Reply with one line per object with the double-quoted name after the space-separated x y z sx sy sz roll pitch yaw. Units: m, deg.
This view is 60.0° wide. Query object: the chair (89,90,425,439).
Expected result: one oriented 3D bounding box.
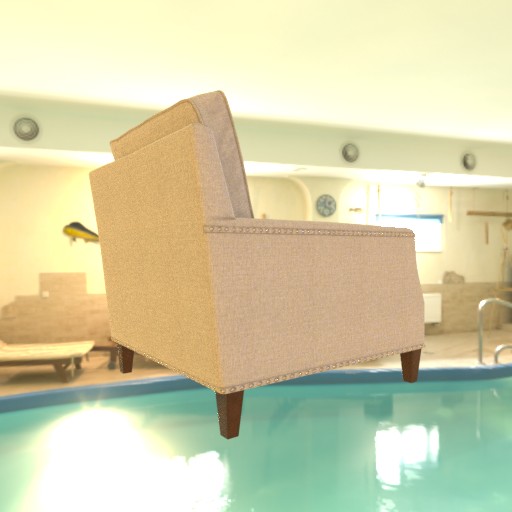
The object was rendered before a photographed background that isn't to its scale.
0.000 0.000 1.705 1.014 0.943 0.853 -1 1 -37 "chair"
